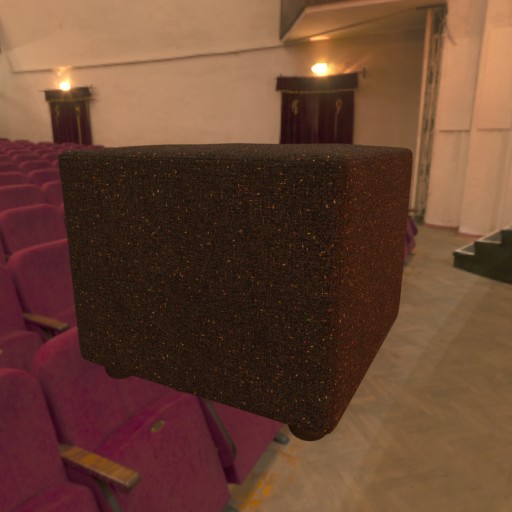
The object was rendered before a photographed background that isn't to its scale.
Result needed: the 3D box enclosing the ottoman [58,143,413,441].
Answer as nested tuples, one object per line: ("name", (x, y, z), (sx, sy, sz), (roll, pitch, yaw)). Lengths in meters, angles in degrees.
("ottoman", (0.000, 0.000, 0.880), (0.508, 0.432, 0.508), (8, 17, 27))
